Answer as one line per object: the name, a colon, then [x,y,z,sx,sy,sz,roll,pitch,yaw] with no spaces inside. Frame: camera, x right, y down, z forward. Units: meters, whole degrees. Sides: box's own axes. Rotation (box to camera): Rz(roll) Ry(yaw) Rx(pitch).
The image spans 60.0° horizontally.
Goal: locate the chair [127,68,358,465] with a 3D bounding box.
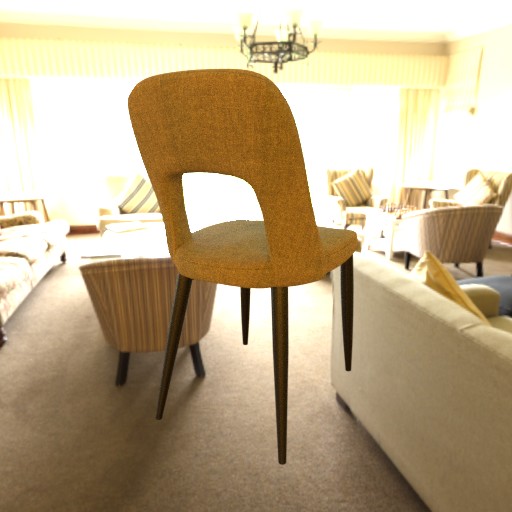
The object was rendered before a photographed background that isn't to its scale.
chair: [0.000,0.000,1.274,0.470,0.931,0.612,8,17,28]
